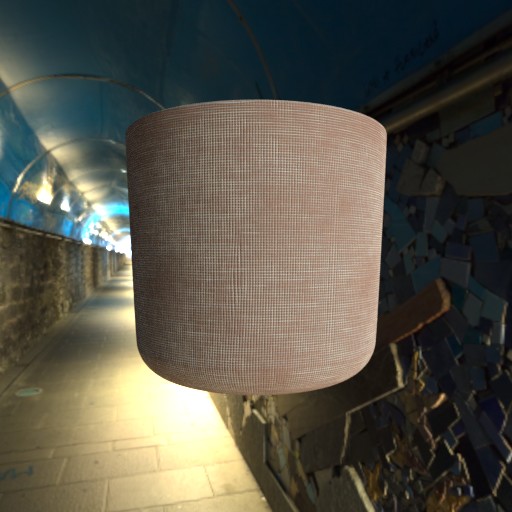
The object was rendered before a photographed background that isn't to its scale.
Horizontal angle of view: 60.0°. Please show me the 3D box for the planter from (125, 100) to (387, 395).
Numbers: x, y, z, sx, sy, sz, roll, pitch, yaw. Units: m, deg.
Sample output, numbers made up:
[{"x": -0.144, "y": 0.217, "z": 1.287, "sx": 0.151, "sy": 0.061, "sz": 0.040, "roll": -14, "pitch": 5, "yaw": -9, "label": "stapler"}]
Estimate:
[{"x": 0.000, "y": 0.000, "z": 0.779, "sx": 0.440, "sy": 0.398, "sz": 0.440, "roll": 0, "pitch": 0, "yaw": 0, "label": "planter"}]
